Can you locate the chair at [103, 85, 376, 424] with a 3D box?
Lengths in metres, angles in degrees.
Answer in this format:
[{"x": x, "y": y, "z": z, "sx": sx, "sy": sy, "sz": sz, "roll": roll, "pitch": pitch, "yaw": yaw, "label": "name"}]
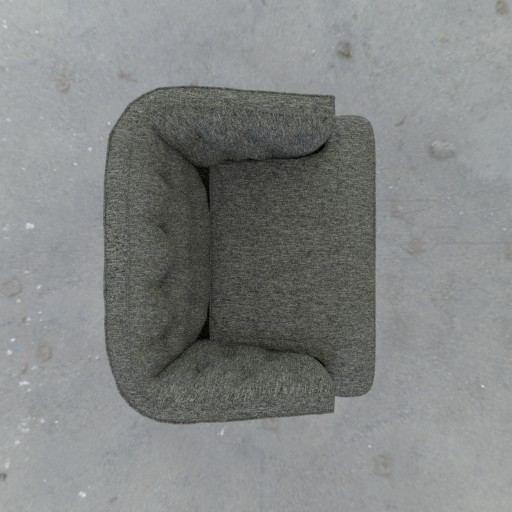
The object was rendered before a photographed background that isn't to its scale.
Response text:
[{"x": 0.000, "y": 0.000, "z": 1.745, "sx": 0.941, "sy": 0.852, "sz": 1.104, "roll": 0, "pitch": 90, "yaw": -1, "label": "chair"}]
